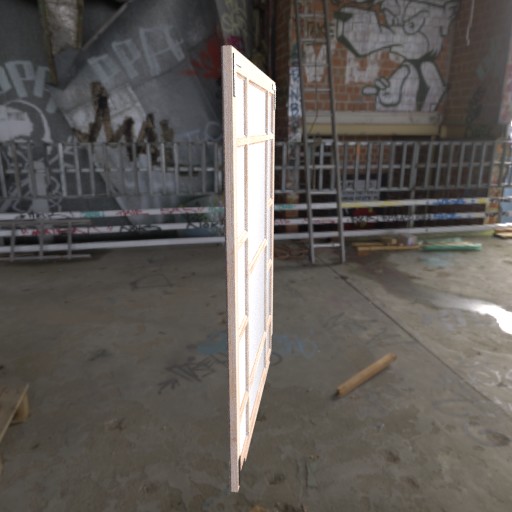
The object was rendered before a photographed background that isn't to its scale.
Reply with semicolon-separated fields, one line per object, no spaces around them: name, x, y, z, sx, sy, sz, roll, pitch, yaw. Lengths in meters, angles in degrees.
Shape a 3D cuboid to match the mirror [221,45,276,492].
mirror;0.000;0.000;1.275;0.025;0.996;0.705;2;16;8
